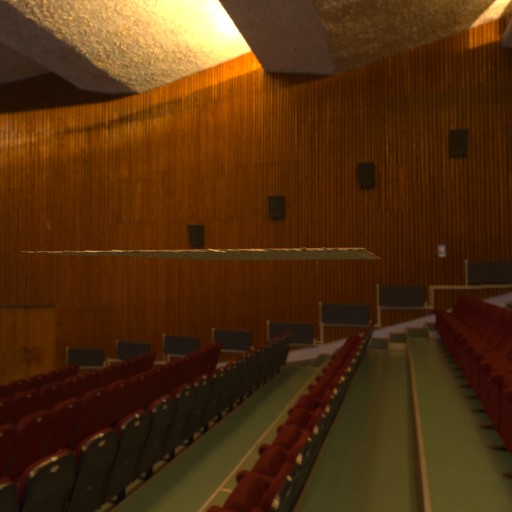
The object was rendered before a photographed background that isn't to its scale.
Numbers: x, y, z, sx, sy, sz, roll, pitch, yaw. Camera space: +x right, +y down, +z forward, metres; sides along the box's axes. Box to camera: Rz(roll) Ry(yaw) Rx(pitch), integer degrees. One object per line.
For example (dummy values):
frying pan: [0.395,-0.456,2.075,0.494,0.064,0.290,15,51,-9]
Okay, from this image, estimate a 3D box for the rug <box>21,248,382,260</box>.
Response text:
rug: [0.000,0.000,3.068,1.619,0.023,2.465,0,-1,17]
